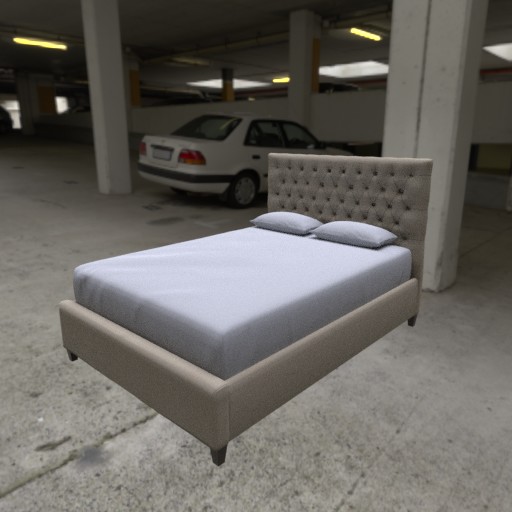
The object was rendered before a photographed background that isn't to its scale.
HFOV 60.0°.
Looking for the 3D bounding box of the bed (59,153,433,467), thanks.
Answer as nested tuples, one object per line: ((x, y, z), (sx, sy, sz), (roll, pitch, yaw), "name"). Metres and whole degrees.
((0.000, 0.000, 3.392), (1.698, 1.427, 2.387), (14, 20, 41), "bed")
